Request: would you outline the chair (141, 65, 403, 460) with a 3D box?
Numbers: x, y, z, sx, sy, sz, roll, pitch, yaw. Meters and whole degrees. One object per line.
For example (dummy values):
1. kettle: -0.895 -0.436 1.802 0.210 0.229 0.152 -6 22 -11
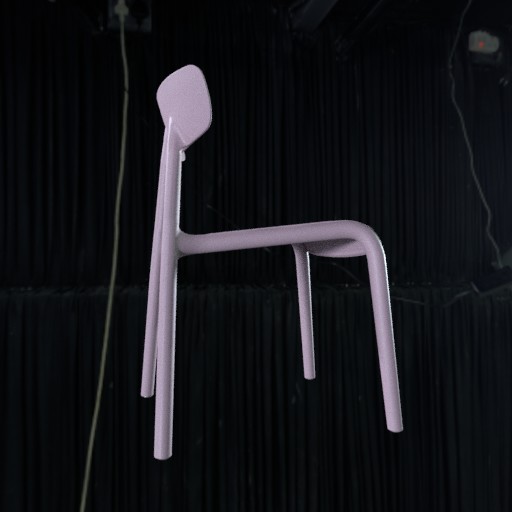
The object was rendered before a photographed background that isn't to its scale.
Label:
1. chair: 0.000 0.000 0.835 0.401 0.580 0.356 0 0 -18
